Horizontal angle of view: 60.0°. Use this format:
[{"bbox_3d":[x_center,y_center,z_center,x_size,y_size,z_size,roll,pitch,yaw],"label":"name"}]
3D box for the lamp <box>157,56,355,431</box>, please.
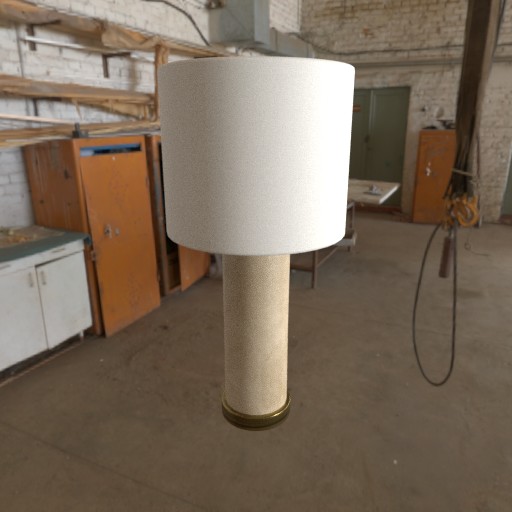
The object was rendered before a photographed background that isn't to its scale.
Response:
[{"bbox_3d":[0.000,0.000,0.788,0.305,0.634,0.305,-9,19,-27],"label":"lamp"}]
